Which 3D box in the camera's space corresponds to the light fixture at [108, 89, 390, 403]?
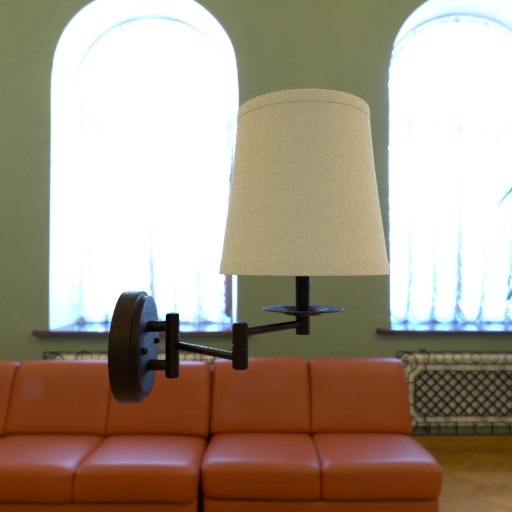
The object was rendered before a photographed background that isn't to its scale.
[{"bbox_3d":[0.000,0.000,0.266,0.157,0.172,0.100,0,-1,-1],"label":"light fixture"}]
